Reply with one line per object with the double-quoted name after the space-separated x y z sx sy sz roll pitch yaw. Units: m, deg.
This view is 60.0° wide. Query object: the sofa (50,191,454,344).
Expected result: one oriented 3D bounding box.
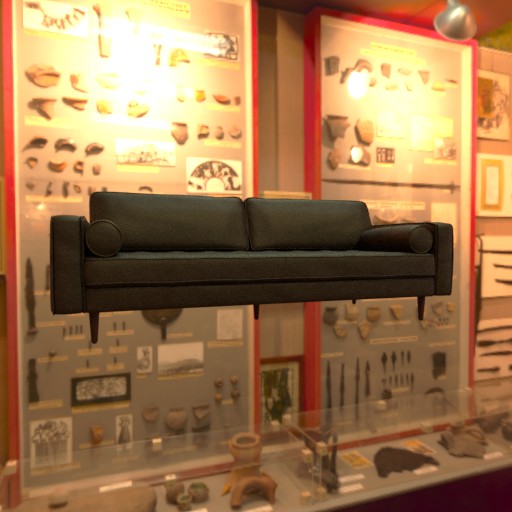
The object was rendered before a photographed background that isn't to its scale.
0.000 0.000 2.659 2.210 0.762 0.914 -1 2 -20 "sofa"
